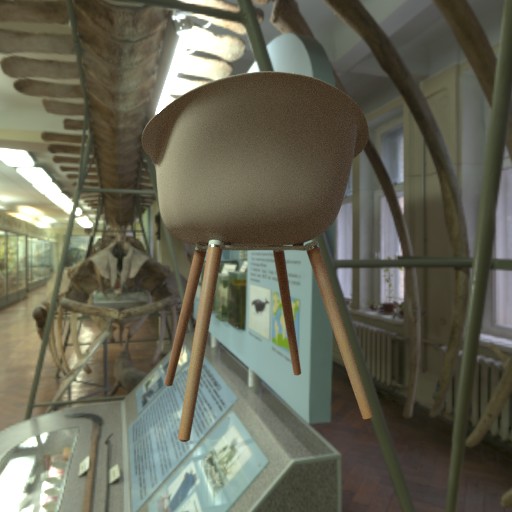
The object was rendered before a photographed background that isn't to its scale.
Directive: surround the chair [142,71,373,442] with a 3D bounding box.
[{"bbox_3d":[0.000,0.000,1.184,0.593,0.781,0.504,0,0,-17],"label":"chair"}]
